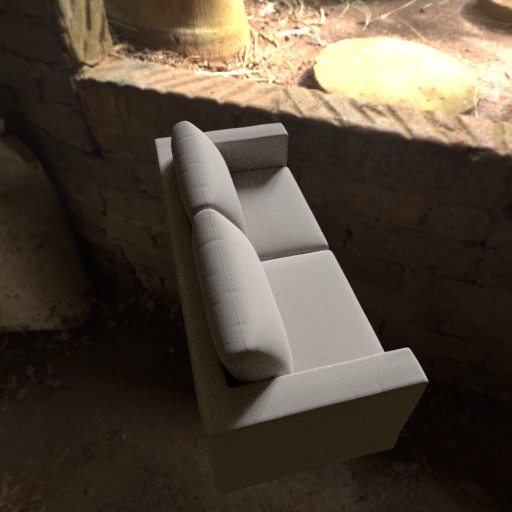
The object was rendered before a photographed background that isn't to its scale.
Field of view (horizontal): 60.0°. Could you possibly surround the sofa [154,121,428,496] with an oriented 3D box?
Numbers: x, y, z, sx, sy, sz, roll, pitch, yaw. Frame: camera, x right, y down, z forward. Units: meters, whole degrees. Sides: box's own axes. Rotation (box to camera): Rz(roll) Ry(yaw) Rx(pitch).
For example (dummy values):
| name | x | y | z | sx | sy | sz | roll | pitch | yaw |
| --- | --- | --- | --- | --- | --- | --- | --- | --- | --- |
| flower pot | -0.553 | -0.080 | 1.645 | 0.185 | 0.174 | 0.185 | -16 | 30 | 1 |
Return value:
| name | x | y | z | sx | sy | sz | roll | pitch | yaw |
| --- | --- | --- | --- | --- | --- | --- | --- | --- | --- |
| sofa | 0.000 | 0.000 | 2.592 | 0.954 | 0.881 | 2.163 | -10 | 47 | -10 |
